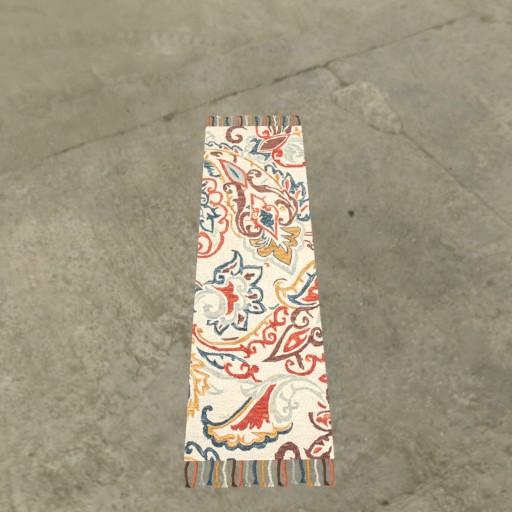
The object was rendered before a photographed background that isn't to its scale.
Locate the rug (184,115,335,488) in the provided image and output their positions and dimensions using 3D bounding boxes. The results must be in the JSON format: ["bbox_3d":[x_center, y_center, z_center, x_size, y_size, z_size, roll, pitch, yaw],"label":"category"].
[{"bbox_3d":[0.000,0.000,2.893,0.763,0.015,2.682,-1,58,0],"label":"rug"}]
